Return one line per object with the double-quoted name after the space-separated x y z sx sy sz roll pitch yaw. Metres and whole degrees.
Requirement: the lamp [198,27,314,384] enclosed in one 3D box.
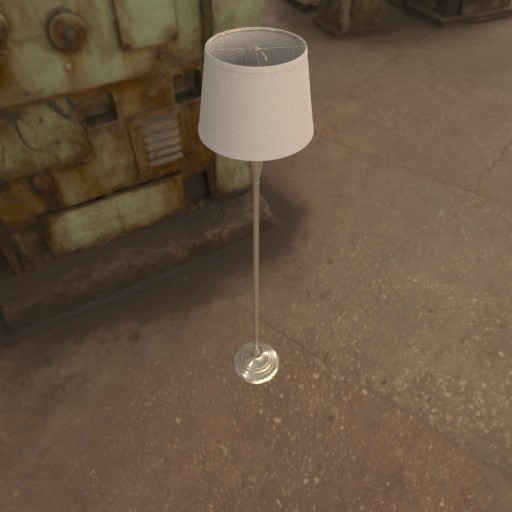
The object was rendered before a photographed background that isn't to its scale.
0.000 0.000 1.641 0.327 1.506 0.327 32 54 27 "lamp"
